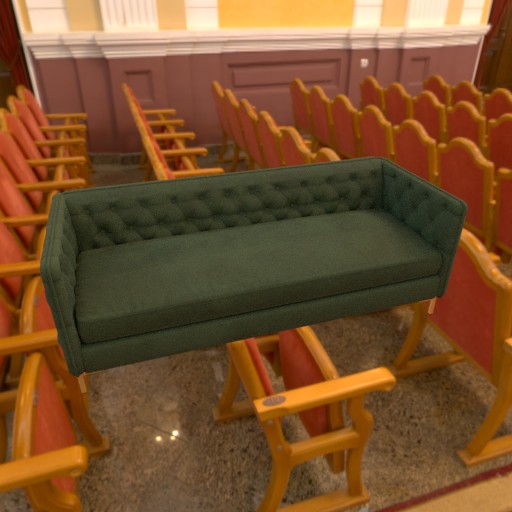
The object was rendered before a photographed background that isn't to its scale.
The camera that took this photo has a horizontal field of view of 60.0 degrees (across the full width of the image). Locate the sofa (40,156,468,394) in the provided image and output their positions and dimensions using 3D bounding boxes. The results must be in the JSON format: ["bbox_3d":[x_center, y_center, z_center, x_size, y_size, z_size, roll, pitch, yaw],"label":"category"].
[{"bbox_3d":[0.000,0.000,2.650,2.209,0.771,0.895,-9,32,-16],"label":"sofa"}]
